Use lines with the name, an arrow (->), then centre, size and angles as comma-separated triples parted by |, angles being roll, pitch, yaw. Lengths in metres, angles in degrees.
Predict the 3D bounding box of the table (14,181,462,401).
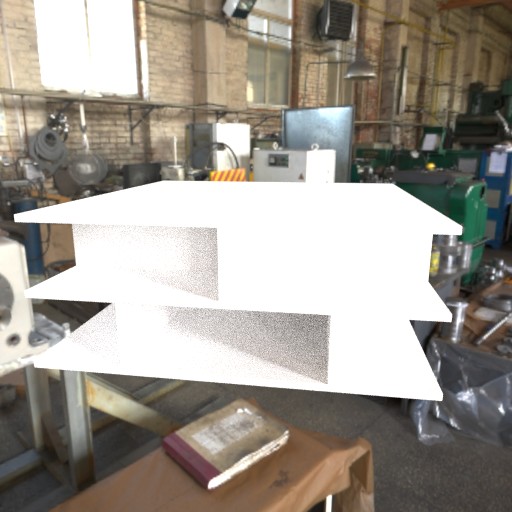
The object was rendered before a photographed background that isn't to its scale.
table -> 0.000, 0.000, 1.049 | 0.700, 0.289, 0.700 | 2, 14, 9
